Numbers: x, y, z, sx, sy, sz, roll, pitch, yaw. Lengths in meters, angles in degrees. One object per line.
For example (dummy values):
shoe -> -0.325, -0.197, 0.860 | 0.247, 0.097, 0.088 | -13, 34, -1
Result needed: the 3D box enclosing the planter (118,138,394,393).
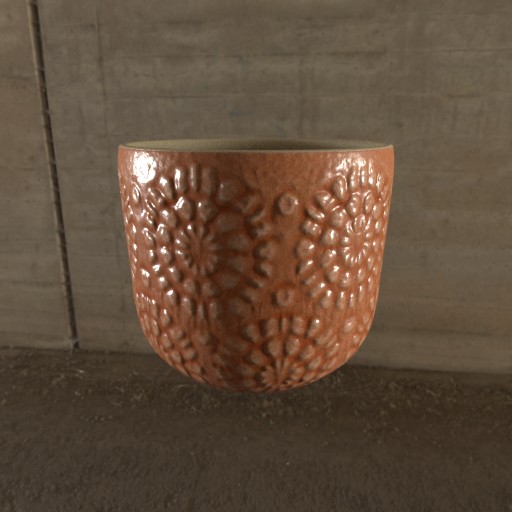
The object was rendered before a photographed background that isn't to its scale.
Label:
planter -> 0.000, 0.000, 0.220 | 0.124, 0.109, 0.124 | 0, 17, 0
